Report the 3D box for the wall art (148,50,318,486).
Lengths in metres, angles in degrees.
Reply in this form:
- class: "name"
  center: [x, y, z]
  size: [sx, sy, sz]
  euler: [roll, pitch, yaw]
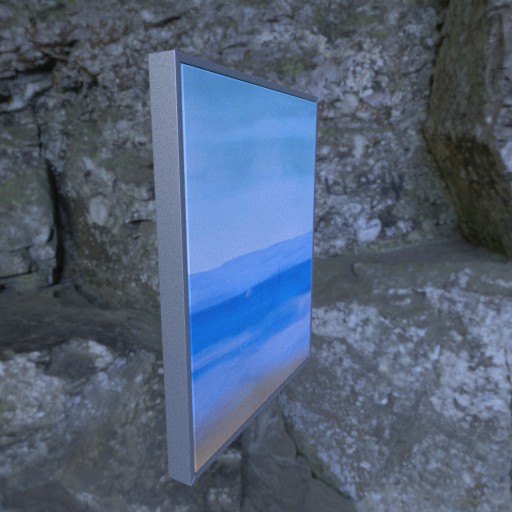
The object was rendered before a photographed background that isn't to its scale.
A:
- class: "wall art"
  center: [0.000, 0.000, 0.745]
  size: [0.039, 0.553, 0.445]
  euler: [7, 14, 28]
